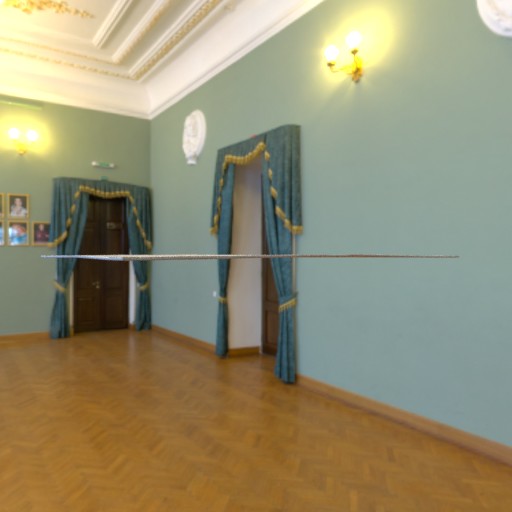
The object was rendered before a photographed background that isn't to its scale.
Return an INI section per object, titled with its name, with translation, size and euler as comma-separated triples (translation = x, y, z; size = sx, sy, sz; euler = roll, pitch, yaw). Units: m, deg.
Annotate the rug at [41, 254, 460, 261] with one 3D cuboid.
[rug]
translation = 0.000, 0.000, 2.261
size = 1.804, 0.022, 1.162
euler = 0, 0, -36
